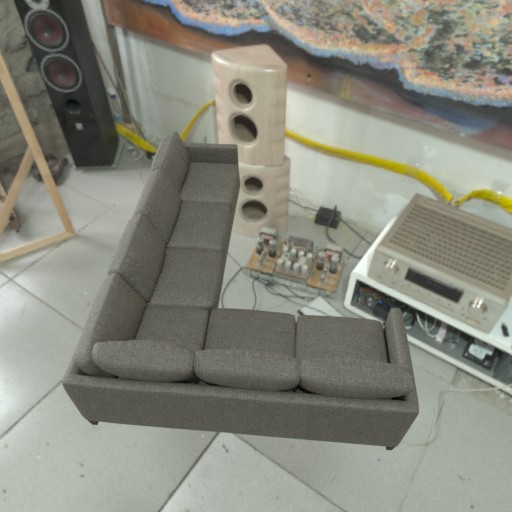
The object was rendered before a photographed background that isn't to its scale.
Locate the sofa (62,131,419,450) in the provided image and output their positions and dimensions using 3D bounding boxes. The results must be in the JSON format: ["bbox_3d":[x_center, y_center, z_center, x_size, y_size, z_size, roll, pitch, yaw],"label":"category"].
[{"bbox_3d":[0.000,0.000,4.412,2.593,0.947,3.302,4,46,3],"label":"sofa"}]
